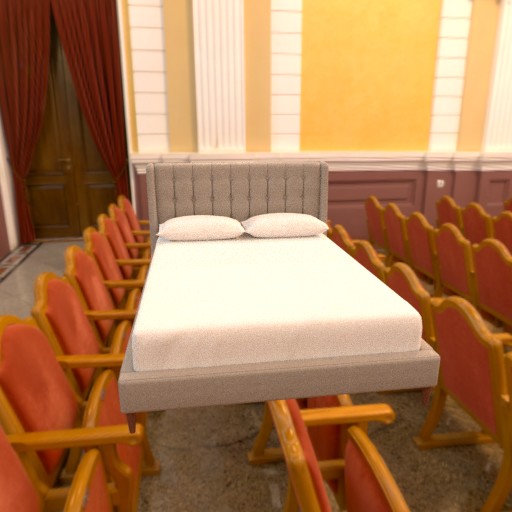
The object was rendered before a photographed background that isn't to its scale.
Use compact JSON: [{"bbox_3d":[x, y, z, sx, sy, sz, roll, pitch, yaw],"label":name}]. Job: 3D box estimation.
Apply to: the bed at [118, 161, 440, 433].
[{"bbox_3d":[0.000,0.000,3.185,1.656,1.147,2.232,-2,17,-8],"label":"bed"}]
